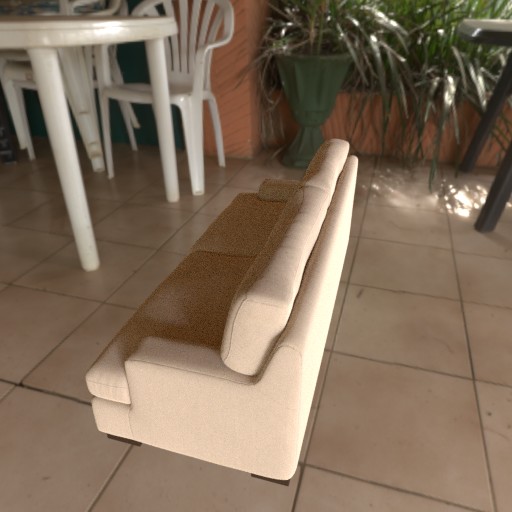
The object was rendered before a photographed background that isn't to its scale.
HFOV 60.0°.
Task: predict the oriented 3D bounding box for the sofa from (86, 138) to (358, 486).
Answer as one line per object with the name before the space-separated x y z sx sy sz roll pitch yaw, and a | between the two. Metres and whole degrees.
sofa | 0.000 0.000 2.569 0.929 0.925 2.147 8 31 14
